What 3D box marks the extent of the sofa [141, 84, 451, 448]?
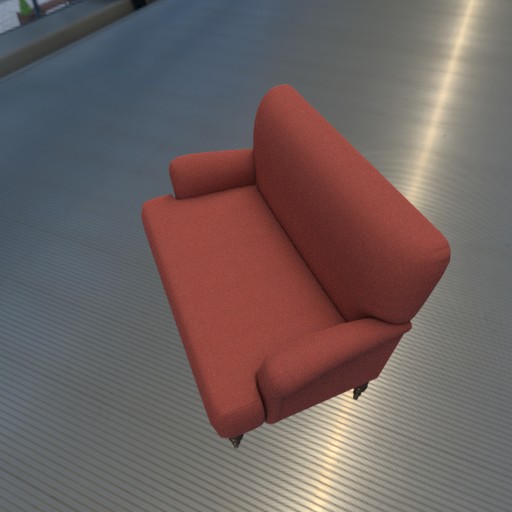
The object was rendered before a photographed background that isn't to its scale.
[{"bbox_3d":[0.000,0.000,1.854,0.779,0.889,1.297,-16,48,-15],"label":"sofa"}]
